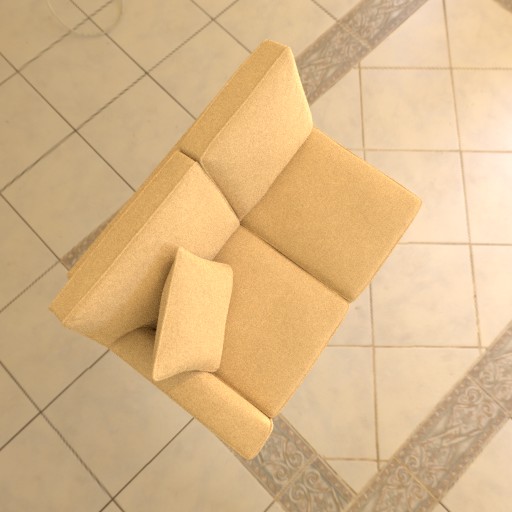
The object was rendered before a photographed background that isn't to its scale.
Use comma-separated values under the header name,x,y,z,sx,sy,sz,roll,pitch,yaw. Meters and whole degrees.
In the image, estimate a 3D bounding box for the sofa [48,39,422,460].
name,x,y,z,sx,sy,sz,roll,pitch,yaw
sofa,0.000,0.000,2.018,0.991,0.989,1.388,35,79,8
